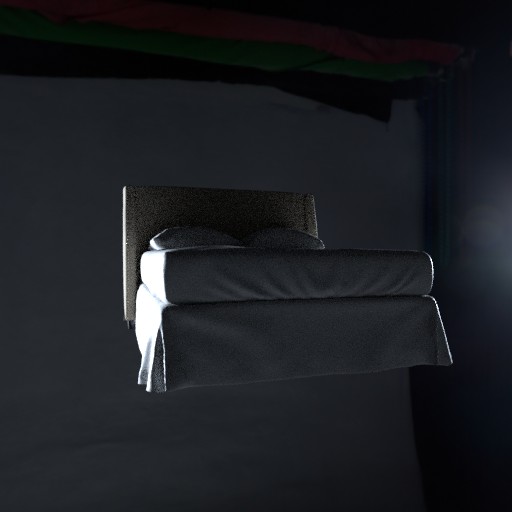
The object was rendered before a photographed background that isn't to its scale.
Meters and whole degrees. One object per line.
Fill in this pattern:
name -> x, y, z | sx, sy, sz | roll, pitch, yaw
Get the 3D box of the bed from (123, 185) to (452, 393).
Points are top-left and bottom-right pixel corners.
bed -> 0.000, 0.000, 3.413 | 1.925, 1.332, 2.276 | 0, 0, -18
